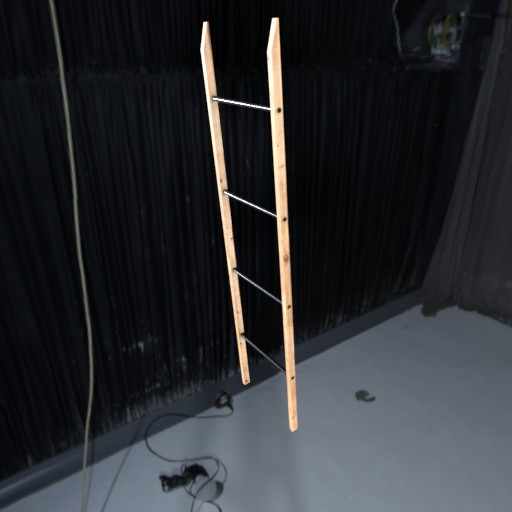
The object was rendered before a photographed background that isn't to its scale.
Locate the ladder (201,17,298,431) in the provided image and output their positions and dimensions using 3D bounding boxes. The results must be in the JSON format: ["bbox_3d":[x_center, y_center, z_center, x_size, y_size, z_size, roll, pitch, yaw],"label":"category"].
[{"bbox_3d":[0.000,0.000,1.923,0.200,1.805,0.442,-18,31,-32],"label":"ladder"}]
